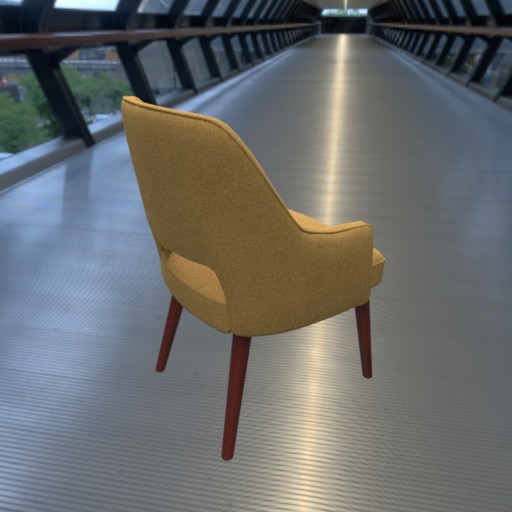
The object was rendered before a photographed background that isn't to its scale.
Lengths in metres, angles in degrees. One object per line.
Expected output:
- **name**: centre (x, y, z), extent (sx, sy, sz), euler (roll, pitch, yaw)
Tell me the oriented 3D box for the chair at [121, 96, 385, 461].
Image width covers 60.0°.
- **chair**: centre (0.000, 0.000, 1.222), extent (0.605, 0.849, 0.548), euler (-18, 32, -31)
